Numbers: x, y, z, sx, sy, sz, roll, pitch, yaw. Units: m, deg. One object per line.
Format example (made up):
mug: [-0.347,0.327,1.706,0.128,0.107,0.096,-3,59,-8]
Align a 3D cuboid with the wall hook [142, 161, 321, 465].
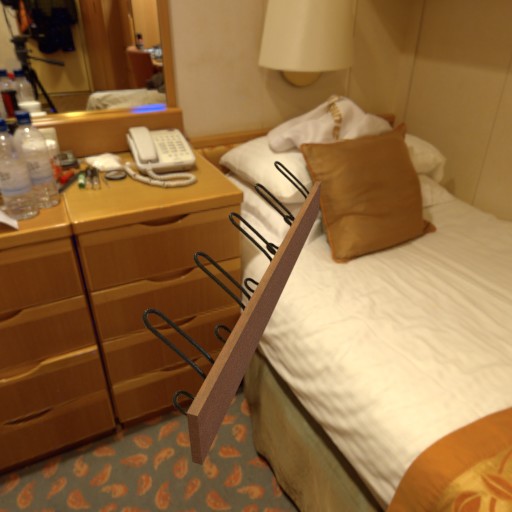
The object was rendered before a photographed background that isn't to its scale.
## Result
wall hook: [0.000,0.000,0.604,0.076,0.116,0.554,9,32,15]
